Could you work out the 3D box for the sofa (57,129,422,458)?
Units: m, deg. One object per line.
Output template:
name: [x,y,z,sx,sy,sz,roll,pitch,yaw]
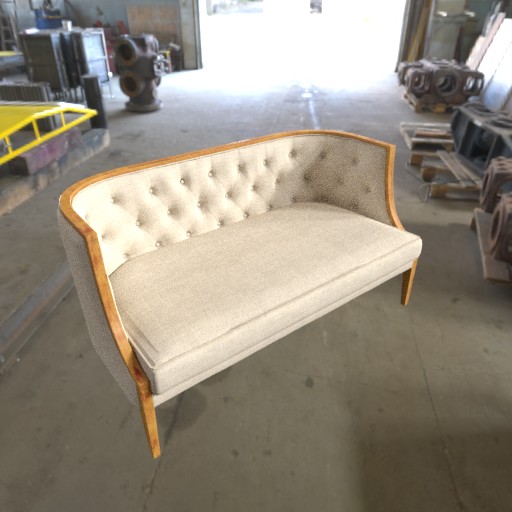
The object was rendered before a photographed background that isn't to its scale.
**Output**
sofa: [0.000,0.000,1.946,1.474,0.775,0.770,-22,37,-32]
